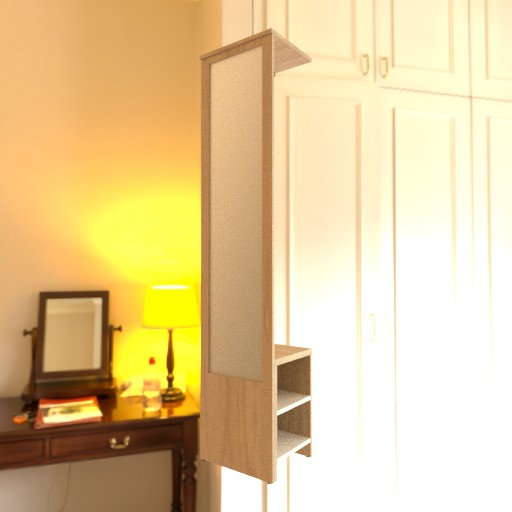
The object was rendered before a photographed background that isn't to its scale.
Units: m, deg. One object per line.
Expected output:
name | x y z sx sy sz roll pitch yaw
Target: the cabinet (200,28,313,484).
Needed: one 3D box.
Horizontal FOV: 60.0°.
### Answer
cabinet | 0.000 0.000 2.072 0.411 1.879 0.338 -1 -2 37
